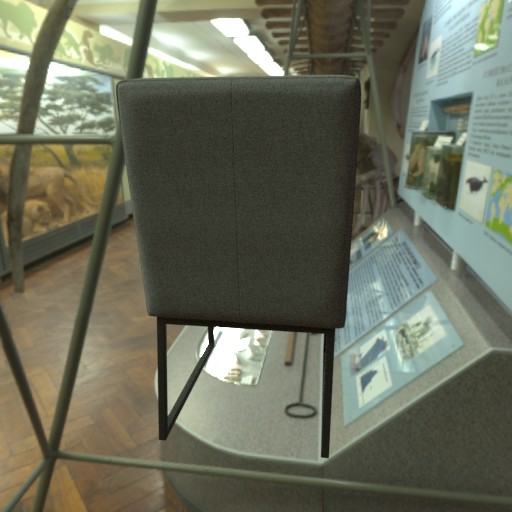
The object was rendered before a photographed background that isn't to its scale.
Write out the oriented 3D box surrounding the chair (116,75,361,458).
[{"bbox_3d":[0.000,0.000,1.300,0.520,0.930,0.634,2,16,8],"label":"chair"}]
